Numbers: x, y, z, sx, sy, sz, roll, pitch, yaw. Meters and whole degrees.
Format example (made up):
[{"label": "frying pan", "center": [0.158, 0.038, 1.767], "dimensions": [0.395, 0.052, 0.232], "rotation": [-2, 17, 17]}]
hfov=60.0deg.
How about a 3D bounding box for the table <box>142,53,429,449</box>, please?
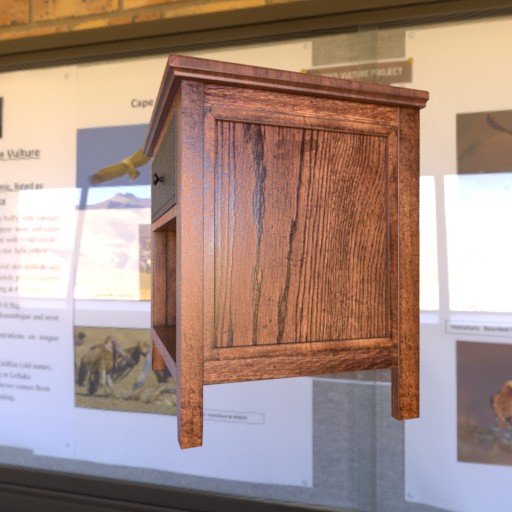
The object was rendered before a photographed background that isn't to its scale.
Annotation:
[{"label": "table", "center": [0.000, 0.000, 0.999], "dimensions": [0.461, 0.597, 0.586], "rotation": [0, 0, -18]}]
